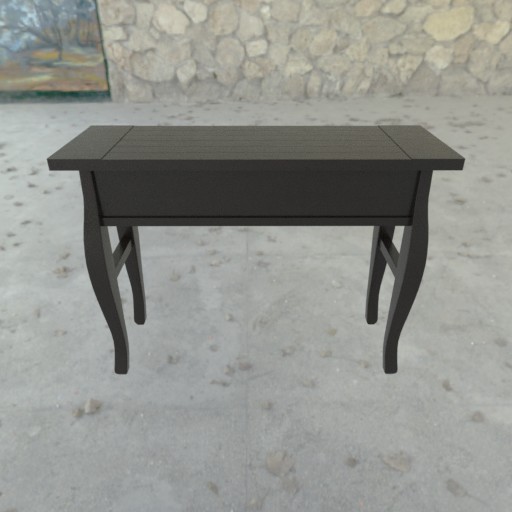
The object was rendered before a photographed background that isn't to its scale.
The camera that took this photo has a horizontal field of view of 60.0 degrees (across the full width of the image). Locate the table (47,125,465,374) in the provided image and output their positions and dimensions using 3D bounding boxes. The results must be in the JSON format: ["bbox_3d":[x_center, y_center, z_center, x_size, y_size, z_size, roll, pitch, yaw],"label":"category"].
[{"bbox_3d":[0.000,0.000,1.467,1.062,0.768,0.373,0,30,0],"label":"table"}]
